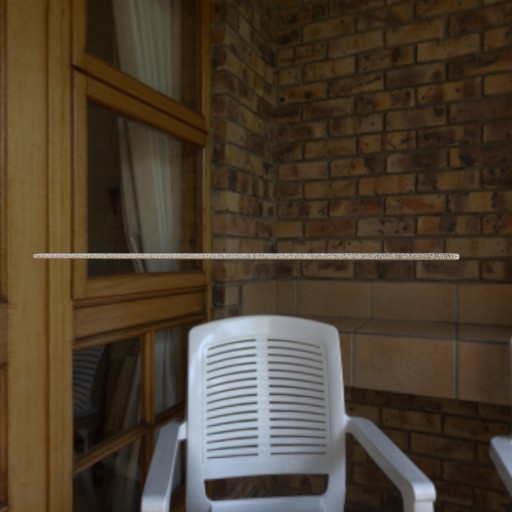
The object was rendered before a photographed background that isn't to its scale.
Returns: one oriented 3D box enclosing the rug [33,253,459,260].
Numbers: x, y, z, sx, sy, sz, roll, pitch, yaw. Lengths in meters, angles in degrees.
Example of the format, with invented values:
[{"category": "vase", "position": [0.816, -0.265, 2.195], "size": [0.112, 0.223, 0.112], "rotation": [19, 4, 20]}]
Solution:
[{"category": "rug", "position": [0.000, 0.000, 3.095], "size": [2.438, 0.030, 1.524], "rotation": [0, 0, 19]}]
